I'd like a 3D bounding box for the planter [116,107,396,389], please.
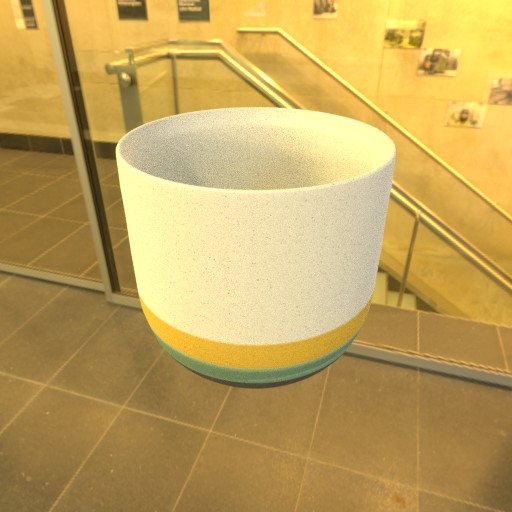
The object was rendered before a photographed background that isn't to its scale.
[{"bbox_3d":[0.000,0.000,0.504,0.268,0.270,0.268,0,31,0],"label":"planter"}]
